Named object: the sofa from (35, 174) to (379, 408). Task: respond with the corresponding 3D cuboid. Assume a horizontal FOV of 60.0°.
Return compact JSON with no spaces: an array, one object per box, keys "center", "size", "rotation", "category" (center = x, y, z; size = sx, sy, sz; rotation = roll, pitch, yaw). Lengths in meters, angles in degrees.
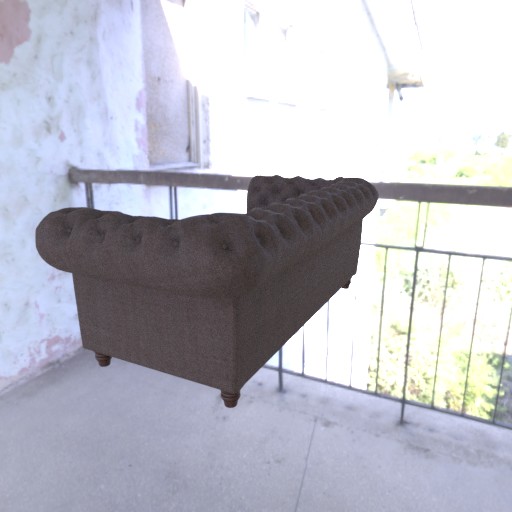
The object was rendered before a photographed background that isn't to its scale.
[{"center":[0.000,0.000,2.482],"size":[0.944,0.780,2.048],"rotation":[8,17,27],"category":"sofa"}]
